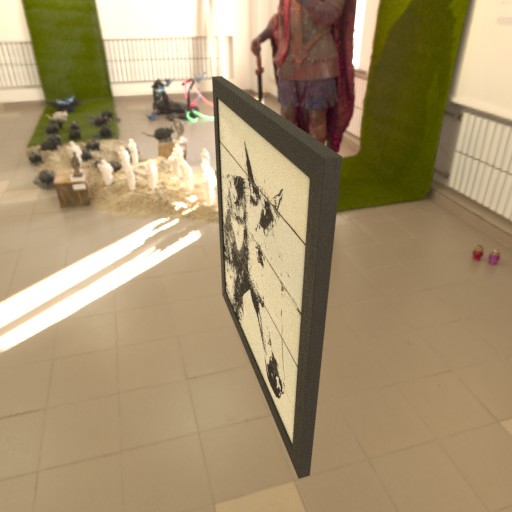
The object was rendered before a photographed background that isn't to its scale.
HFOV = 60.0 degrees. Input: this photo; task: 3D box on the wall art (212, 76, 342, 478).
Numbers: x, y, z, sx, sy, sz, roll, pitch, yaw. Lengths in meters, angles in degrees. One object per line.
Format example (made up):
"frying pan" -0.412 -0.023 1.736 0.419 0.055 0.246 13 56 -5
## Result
"wall art" 0.000 0.000 1.530 0.038 1.016 1.016 -9 32 -15
